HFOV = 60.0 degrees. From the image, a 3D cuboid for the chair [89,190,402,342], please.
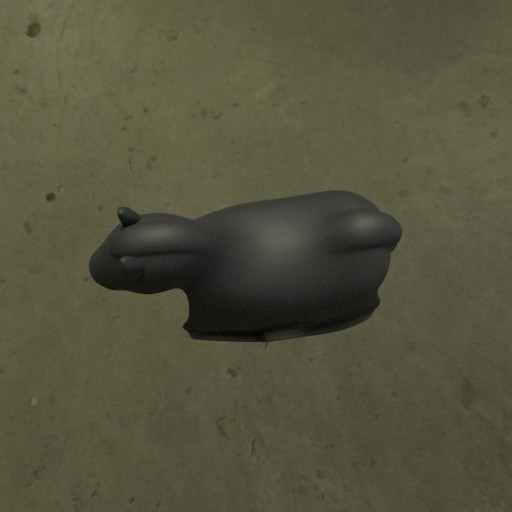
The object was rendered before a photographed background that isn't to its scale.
[{"bbox_3d":[0.000,0.000,1.173,0.800,0.612,0.429,-8,76,-2],"label":"chair"}]
